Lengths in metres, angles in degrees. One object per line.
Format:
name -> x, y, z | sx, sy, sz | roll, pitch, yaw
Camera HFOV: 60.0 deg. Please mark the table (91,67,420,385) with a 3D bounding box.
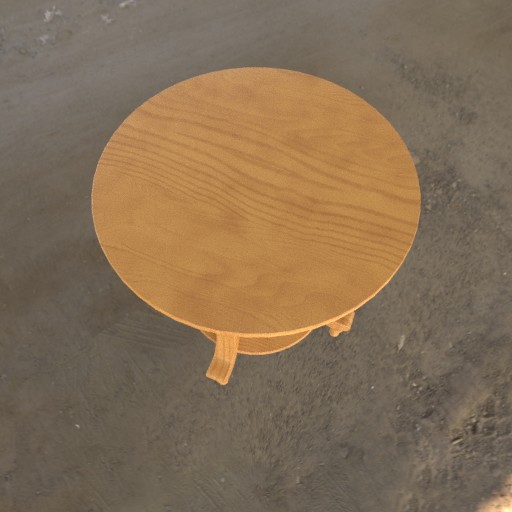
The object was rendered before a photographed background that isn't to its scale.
table -> 0.000, 0.000, 1.083 | 0.597, 0.612, 0.597 | 0, 62, 0
